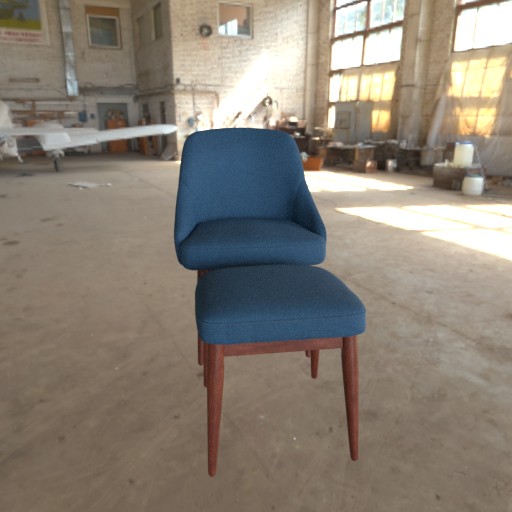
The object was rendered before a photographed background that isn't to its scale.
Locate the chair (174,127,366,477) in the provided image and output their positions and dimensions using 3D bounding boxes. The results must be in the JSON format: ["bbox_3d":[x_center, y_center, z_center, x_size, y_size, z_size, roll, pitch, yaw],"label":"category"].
[{"bbox_3d":[0.000,0.000,1.591,0.584,0.866,1.114,-2,17,-8],"label":"chair"}]
